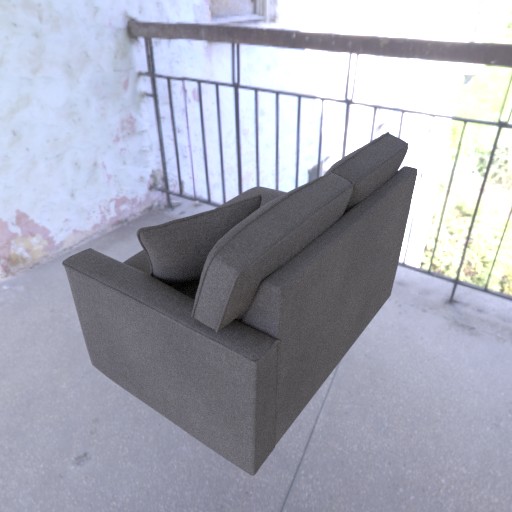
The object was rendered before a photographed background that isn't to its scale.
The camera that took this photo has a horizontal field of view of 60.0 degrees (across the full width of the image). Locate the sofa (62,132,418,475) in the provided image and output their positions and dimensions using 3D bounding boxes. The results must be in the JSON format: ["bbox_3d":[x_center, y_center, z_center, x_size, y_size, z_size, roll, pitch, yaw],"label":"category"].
[{"bbox_3d":[0.000,0.000,2.104,0.991,0.989,1.388,21,38,30],"label":"sofa"}]
